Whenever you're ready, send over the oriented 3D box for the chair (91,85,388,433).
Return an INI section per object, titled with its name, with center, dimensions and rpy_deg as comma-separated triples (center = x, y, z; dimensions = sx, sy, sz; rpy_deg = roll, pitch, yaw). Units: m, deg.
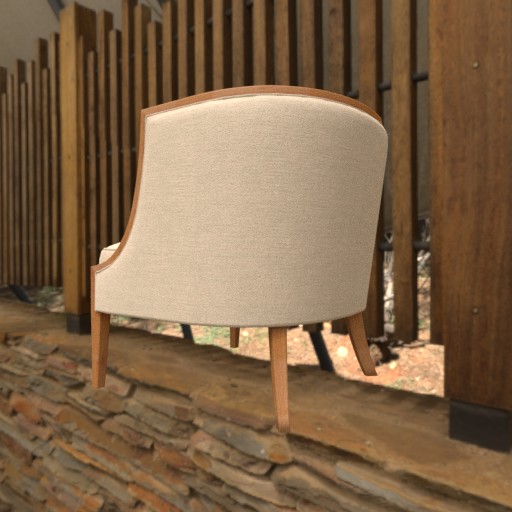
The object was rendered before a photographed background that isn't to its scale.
[chair]
center = 0.000, 0.000, 1.373
dimensions = 0.757, 0.775, 0.711
rpy_deg = 1, 1, 36
